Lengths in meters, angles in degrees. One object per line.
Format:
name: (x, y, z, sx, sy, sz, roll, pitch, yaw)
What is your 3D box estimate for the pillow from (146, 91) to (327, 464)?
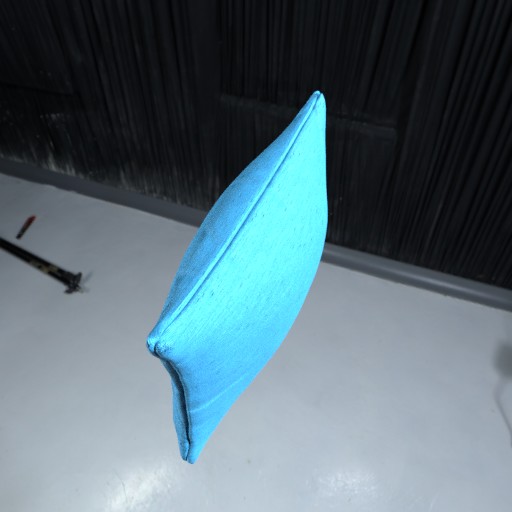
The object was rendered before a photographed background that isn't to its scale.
pillow: (0.000, 0.000, 0.788, 0.210, 0.338, 0.633, 16, 48, 15)
